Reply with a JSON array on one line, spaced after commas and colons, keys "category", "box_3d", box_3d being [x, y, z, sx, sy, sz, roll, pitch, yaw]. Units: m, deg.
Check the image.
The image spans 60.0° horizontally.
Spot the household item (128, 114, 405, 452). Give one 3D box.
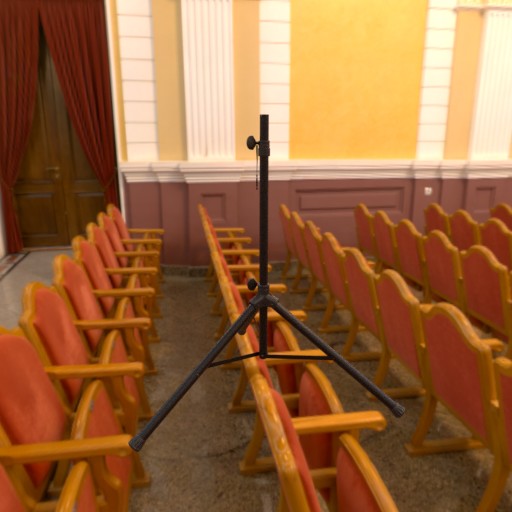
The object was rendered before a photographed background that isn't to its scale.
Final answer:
[{"category": "household item", "box_3d": [0.000, 0.000, 1.885, 1.045, 1.136, 0.907, -3, 16, -9]}]
